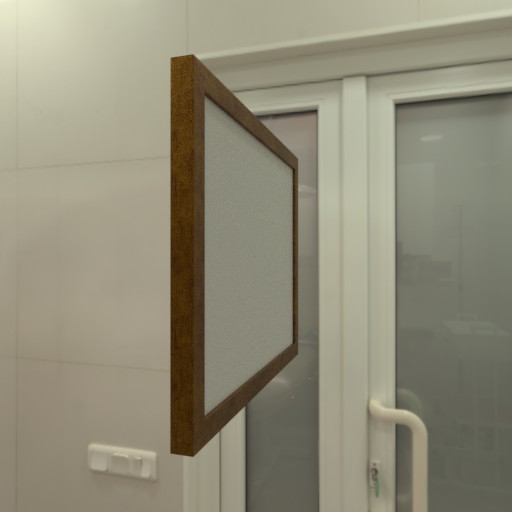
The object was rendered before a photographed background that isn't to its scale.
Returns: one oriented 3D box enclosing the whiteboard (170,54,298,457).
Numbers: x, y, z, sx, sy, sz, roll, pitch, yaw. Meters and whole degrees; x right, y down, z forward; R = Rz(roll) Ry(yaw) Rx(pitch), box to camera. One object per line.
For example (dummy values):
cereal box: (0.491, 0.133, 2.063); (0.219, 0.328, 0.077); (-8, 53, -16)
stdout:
whiteboard: (0.000, 0.000, 0.775); (0.029, 0.457, 0.561); (0, 0, 18)
